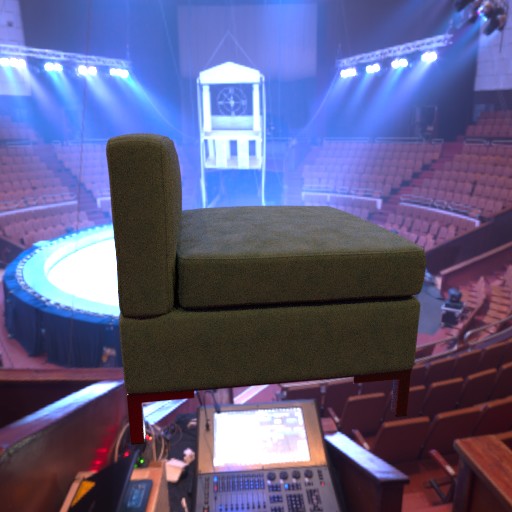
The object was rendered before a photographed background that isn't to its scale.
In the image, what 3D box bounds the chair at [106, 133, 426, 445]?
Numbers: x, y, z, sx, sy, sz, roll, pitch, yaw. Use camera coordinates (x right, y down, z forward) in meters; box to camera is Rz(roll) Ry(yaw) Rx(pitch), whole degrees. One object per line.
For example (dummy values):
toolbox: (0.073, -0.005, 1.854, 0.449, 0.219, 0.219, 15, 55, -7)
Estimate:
chair: (0.000, 0.000, 1.245, 0.685, 0.660, 0.684, -2, 15, -9)
